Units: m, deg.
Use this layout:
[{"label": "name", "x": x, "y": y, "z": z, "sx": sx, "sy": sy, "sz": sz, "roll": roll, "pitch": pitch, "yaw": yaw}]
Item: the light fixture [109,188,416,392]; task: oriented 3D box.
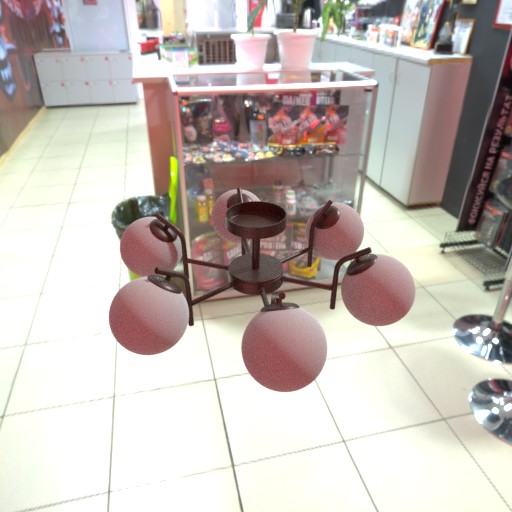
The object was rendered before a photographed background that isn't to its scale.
[{"label": "light fixture", "x": 0.000, "y": 0.000, "z": 0.952, "sx": 0.662, "sy": 0.201, "sz": 0.662, "roll": 0, "pitch": 31, "yaw": 0}]
